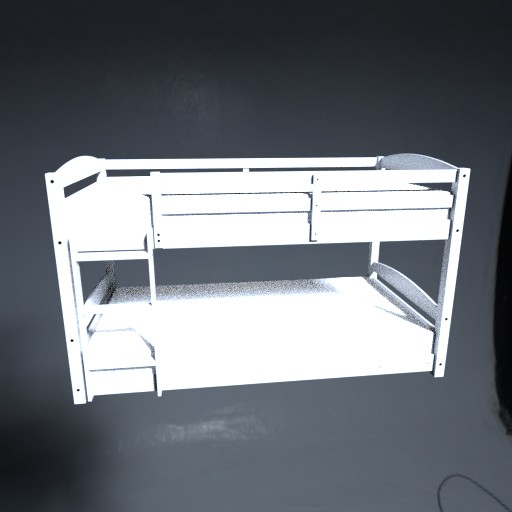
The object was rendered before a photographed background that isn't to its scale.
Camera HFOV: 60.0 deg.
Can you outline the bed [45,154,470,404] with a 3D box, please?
[{"bbox_3d":[0.000,0.000,2.724,2.013,1.206,1.105,-2,16,-7],"label":"bed"}]
